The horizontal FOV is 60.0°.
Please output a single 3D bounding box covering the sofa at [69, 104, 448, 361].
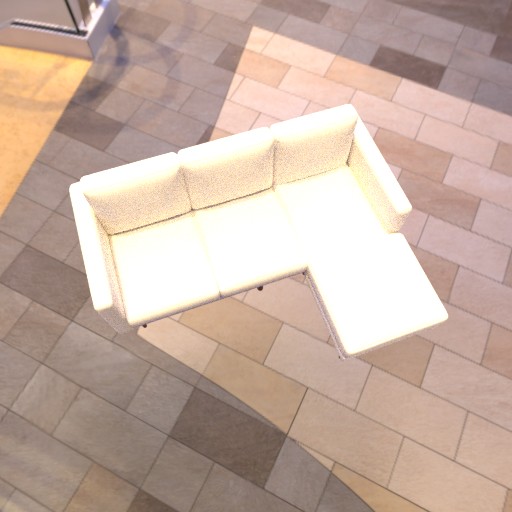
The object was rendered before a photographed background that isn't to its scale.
[{"bbox_3d":[0.000,0.000,2.892,2.029,0.899,1.580,-18,66,-8],"label":"sofa"}]
